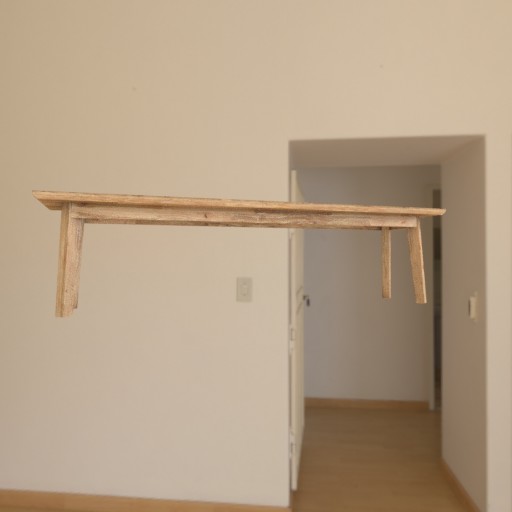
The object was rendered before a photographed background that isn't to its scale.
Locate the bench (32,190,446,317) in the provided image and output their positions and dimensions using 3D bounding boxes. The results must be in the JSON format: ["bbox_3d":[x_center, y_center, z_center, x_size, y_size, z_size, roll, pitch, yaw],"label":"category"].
[{"bbox_3d":[0.000,0.000,1.921,1.698,0.431,0.378,0,0,-19],"label":"bench"}]
